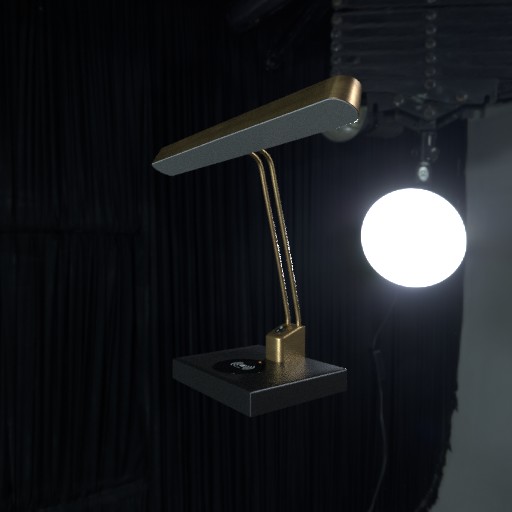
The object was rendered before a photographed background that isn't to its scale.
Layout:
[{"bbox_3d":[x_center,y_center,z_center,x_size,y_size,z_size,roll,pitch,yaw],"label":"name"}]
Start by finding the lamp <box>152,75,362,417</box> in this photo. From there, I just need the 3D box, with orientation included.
[{"bbox_3d":[0.000,0.000,0.596,0.156,0.345,0.412,0,1,-37],"label":"lamp"}]
